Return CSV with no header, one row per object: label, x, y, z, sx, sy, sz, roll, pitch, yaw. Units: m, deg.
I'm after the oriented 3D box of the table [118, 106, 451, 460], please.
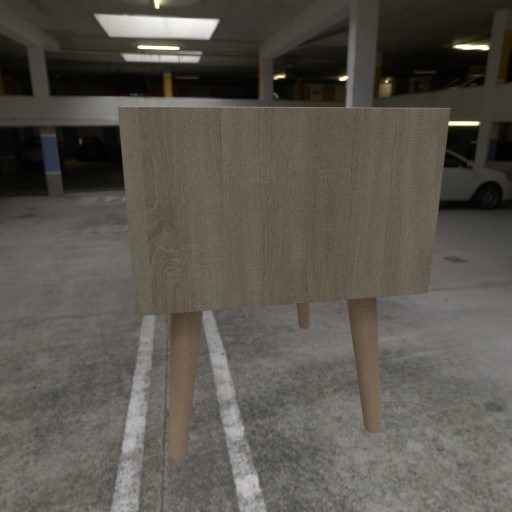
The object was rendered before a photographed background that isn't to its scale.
table,0.000,0.000,0.757,0.370,0.470,0.450,-3,17,-11
